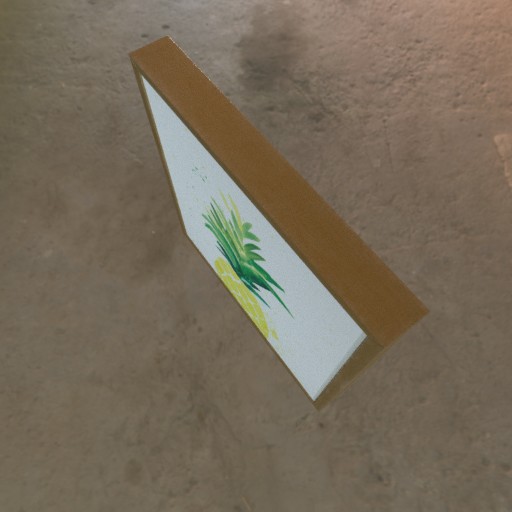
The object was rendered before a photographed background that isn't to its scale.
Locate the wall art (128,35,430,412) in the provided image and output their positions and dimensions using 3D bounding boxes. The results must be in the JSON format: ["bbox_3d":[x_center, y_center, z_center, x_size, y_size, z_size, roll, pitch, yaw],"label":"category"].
[{"bbox_3d":[0.000,0.000,0.454,0.038,0.305,0.306,-33,68,-15],"label":"wall art"}]
